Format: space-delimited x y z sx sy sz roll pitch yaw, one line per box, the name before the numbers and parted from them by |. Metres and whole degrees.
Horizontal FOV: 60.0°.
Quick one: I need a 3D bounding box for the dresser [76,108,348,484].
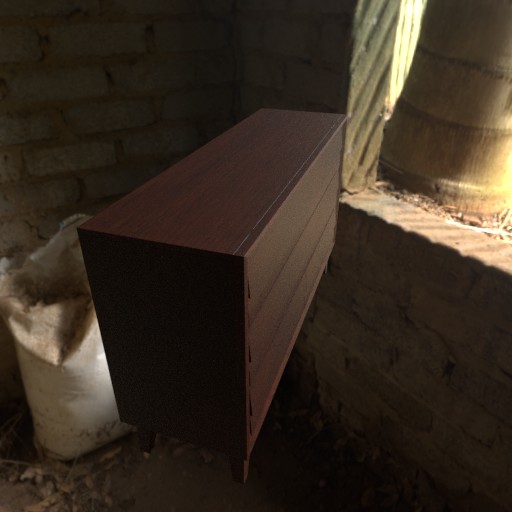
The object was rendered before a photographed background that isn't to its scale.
dresser | 0.000 0.000 2.044 0.499 0.971 1.609 10 32 16
